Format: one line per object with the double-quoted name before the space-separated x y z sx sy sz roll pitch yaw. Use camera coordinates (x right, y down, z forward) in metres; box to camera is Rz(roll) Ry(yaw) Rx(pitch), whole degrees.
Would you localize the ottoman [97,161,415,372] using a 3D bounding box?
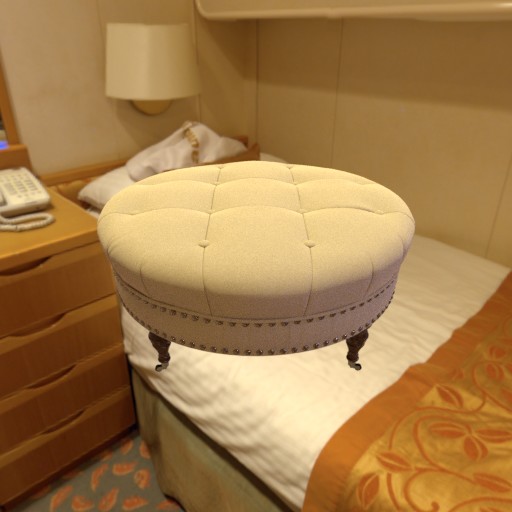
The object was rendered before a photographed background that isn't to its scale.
"ottoman" 0.000 0.000 1.383 0.901 0.439 0.901 0 27 0
